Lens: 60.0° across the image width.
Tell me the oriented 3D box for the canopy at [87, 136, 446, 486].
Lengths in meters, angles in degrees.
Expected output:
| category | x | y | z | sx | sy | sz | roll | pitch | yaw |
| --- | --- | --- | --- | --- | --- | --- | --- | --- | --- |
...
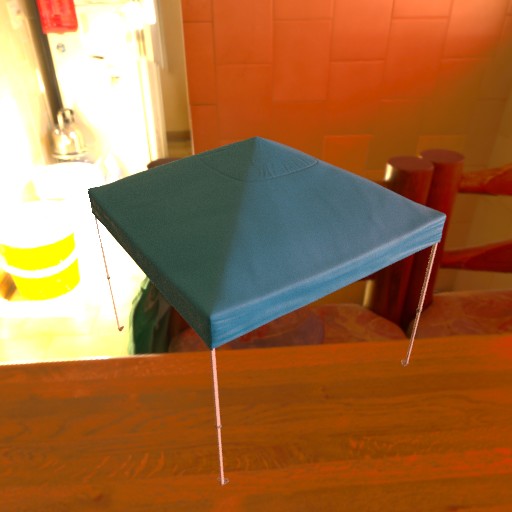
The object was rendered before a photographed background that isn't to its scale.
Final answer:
| category | x | y | z | sx | sy | sz | roll | pitch | yaw |
| --- | --- | --- | --- | --- | --- | --- | --- | --- | --- |
| canopy | 0.000 | 0.000 | 5.507 | 2.998 | 2.997 | 2.996 | -21 | 38 | -29 |
